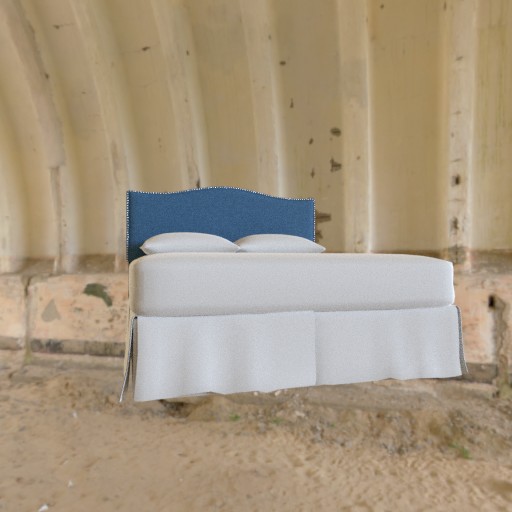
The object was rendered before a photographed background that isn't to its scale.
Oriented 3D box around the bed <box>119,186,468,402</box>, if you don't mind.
[{"bbox_3d":[0.000,0.000,2.786,1.610,1.169,1.872,0,-1,-16],"label":"bed"}]
